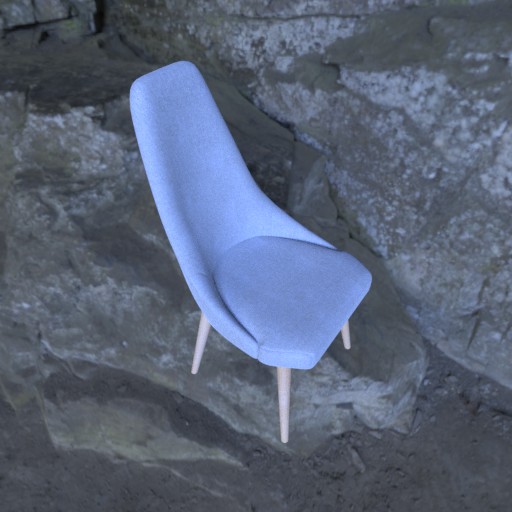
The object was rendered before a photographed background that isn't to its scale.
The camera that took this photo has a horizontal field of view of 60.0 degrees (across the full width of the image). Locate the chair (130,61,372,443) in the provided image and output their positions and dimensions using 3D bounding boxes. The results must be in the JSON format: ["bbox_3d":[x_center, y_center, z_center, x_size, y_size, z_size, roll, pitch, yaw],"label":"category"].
[{"bbox_3d":[0.000,0.000,1.414,0.660,1.040,0.510,25,48,25],"label":"chair"}]
